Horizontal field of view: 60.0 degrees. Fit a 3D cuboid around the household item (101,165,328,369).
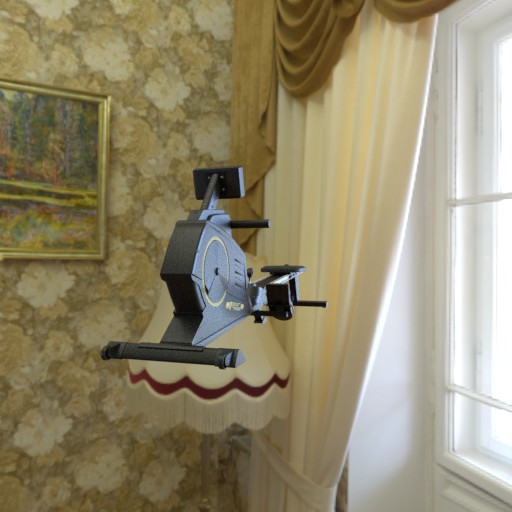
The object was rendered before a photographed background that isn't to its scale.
[{"bbox_3d":[0.000,0.000,2.592,0.521,0.810,2.251,0,-1,17],"label":"household item"}]
